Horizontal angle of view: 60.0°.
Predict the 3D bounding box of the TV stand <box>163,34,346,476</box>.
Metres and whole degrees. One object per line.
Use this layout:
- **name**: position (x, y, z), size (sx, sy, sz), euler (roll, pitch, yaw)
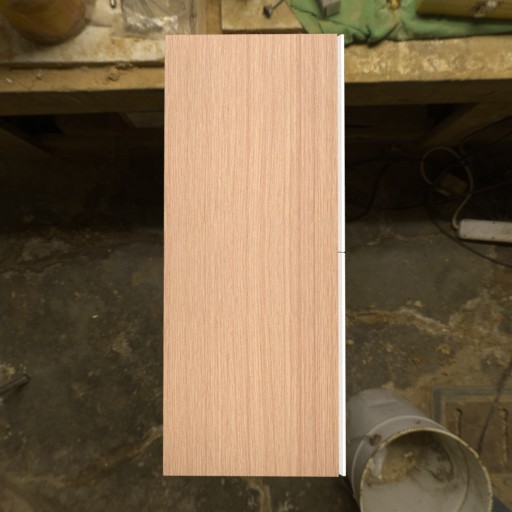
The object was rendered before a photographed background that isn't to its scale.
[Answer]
- **TV stand**: position (0.000, 0.000, 1.324), size (0.407, 0.660, 0.991), euler (0, 89, 1)
